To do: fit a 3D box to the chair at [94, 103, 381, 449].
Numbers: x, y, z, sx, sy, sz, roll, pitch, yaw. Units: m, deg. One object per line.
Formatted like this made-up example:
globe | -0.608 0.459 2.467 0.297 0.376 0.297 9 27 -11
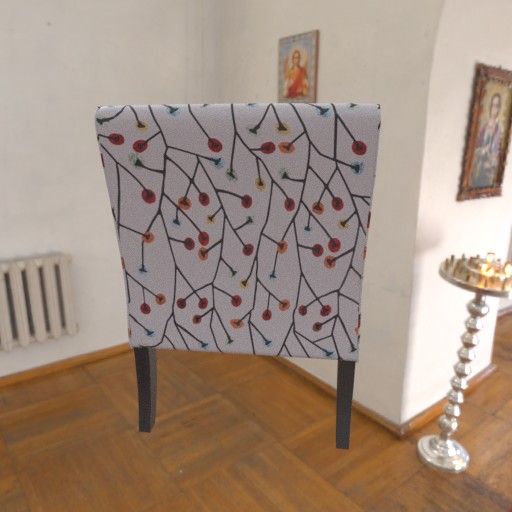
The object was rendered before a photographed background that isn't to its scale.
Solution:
chair | 0.000 0.000 1.311 0.597 0.813 0.732 2 16 7
